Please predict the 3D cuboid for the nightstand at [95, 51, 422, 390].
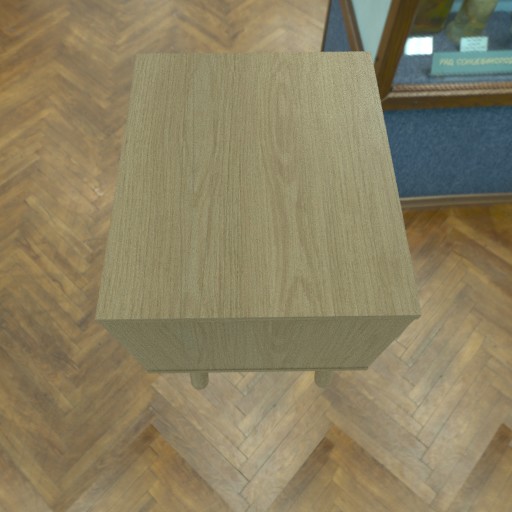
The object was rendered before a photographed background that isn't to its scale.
[{"bbox_3d":[0.000,0.000,0.871,0.380,0.571,0.450,-1,63,0],"label":"nightstand"}]
